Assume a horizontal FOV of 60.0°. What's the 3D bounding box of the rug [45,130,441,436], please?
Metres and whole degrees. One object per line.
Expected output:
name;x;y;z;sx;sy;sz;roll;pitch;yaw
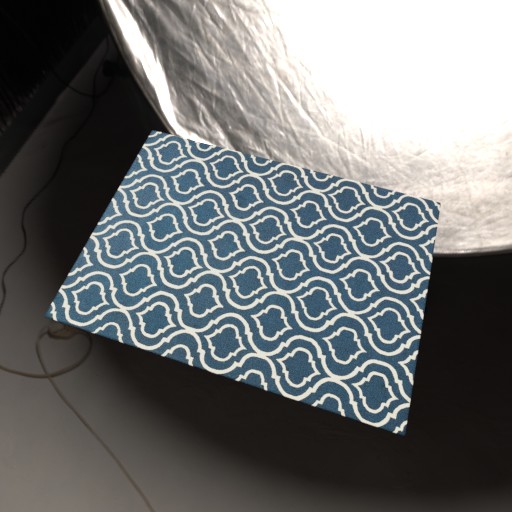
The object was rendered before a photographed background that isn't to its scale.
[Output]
rug;0.000;0.000;4.420;3.353;0.010;2.438;16;63;8
